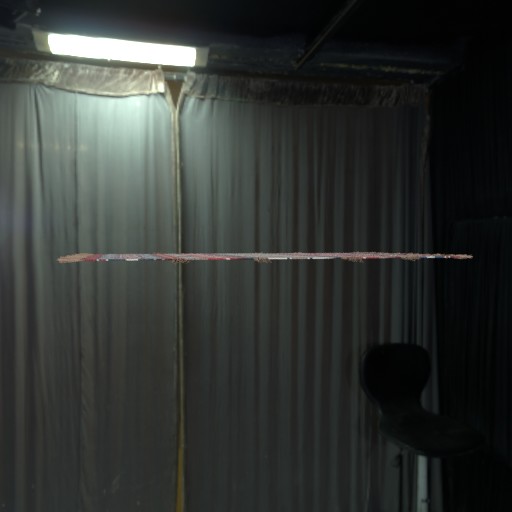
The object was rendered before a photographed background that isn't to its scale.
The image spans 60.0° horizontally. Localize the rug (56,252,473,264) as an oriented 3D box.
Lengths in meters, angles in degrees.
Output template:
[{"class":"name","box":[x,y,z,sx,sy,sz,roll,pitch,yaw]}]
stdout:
[{"class":"rug","box":[0.000,0.000,2.600,2.025,0.040,1.469,0,1,-17]}]
